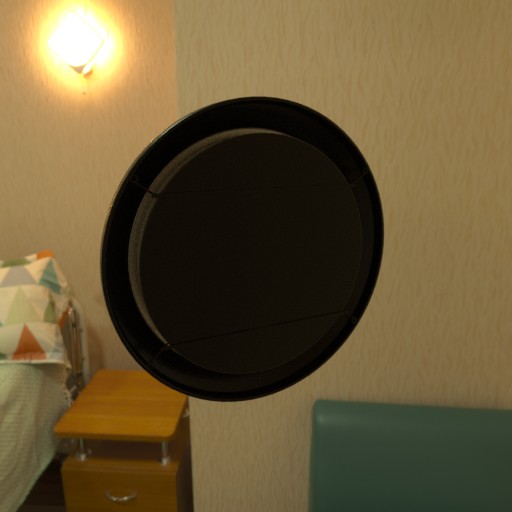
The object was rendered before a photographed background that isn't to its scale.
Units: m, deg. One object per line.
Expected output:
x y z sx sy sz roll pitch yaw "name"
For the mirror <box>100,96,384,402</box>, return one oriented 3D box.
0.000 0.000 1.346 0.907 0.907 0.111 -7 16 -25 "mirror"
